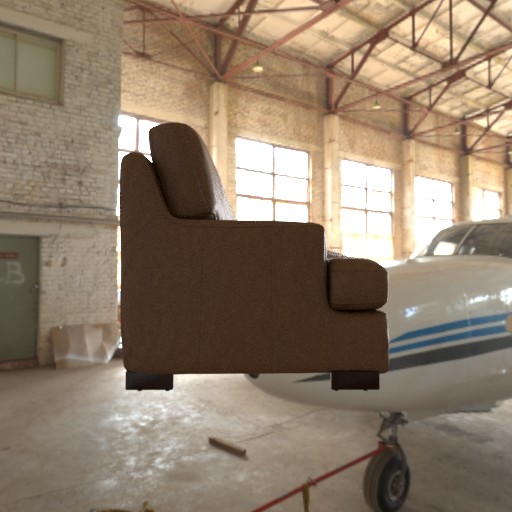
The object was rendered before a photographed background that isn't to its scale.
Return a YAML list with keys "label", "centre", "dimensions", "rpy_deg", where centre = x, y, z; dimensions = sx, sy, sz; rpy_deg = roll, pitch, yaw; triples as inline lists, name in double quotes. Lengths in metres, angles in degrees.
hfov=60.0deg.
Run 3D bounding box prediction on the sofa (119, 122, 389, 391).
- label: "sofa"
  centre: [0.000, 0.000, 2.433]
  dimensions: [0.962, 0.980, 1.855]
  rpy_deg: [0, -2, 0]
